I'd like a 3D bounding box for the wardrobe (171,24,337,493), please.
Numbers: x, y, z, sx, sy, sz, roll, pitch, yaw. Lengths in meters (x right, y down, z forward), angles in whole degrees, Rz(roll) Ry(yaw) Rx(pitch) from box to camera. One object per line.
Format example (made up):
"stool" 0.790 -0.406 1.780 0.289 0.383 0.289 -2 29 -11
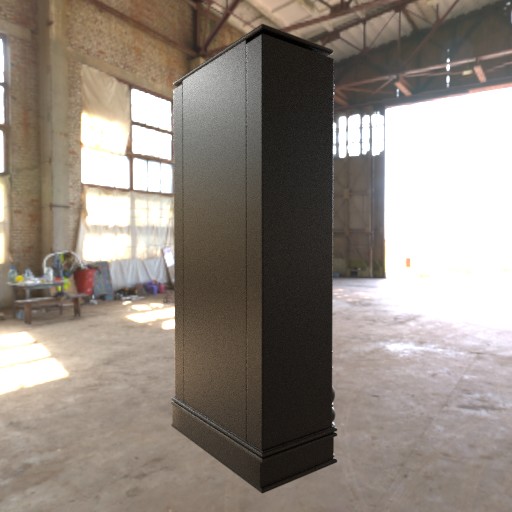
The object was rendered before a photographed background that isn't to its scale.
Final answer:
"wardrobe" 0.000 0.000 1.207 0.295 1.011 0.444 -1 2 -36
